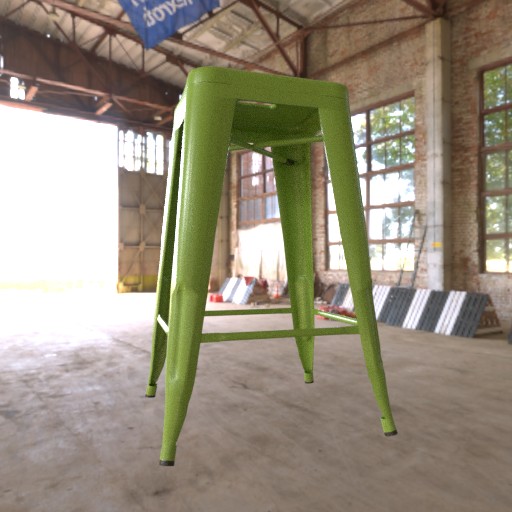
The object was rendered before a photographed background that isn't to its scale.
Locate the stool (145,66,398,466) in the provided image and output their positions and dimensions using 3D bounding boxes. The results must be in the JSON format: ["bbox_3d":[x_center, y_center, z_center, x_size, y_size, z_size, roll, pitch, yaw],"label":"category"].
[{"bbox_3d":[0.000,0.000,0.859,0.398,0.609,0.358,0,-1,-17],"label":"stool"}]
